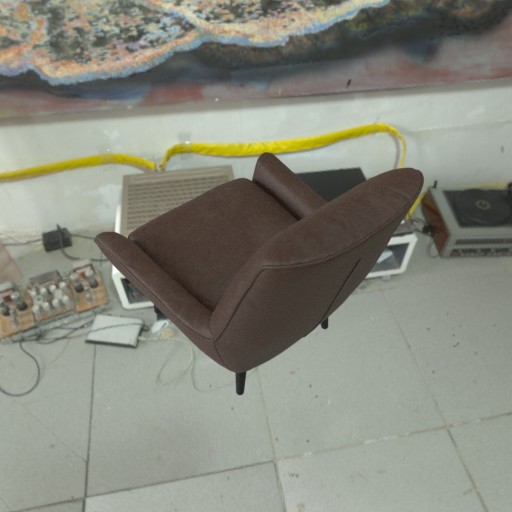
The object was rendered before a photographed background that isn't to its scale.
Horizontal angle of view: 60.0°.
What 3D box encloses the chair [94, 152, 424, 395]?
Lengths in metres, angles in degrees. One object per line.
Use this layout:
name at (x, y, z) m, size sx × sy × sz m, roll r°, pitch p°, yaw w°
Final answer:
chair at (0.000, 0.000, 1.488) m, size 0.787 × 0.888 × 0.824 m, roll -32°, pitch 55°, yaw -26°
